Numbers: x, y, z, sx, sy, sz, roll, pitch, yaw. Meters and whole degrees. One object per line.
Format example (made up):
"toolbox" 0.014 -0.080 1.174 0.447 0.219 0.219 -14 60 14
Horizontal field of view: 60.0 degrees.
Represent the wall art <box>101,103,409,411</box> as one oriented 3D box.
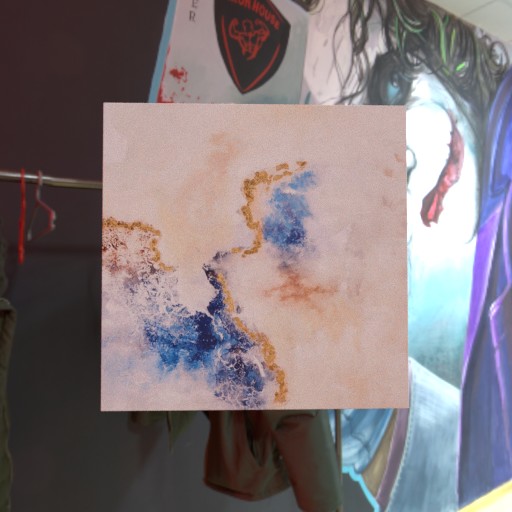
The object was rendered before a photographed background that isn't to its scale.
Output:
"wall art" 0.000 0.000 1.570 1.061 1.061 0.071 0 -1 -2
